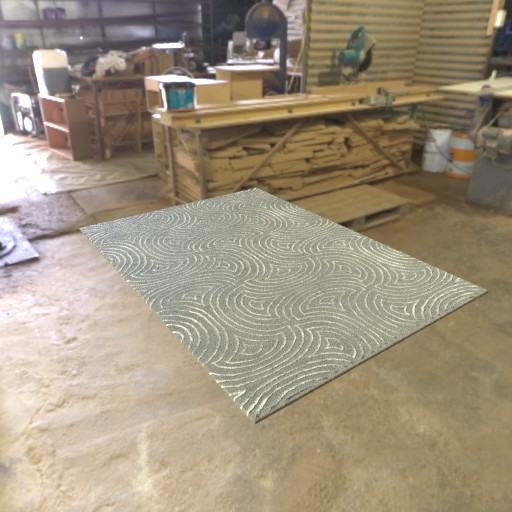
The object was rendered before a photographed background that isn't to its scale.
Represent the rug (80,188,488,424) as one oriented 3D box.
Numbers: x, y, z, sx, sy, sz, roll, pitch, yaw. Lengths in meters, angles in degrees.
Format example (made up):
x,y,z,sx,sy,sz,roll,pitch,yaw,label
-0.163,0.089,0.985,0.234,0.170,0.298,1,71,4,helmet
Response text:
x,y,z,sx,sy,sz,roll,pitch,yaw,label
0.000,0.000,2.761,1.543,0.015,2.144,-18,32,-31,rug
